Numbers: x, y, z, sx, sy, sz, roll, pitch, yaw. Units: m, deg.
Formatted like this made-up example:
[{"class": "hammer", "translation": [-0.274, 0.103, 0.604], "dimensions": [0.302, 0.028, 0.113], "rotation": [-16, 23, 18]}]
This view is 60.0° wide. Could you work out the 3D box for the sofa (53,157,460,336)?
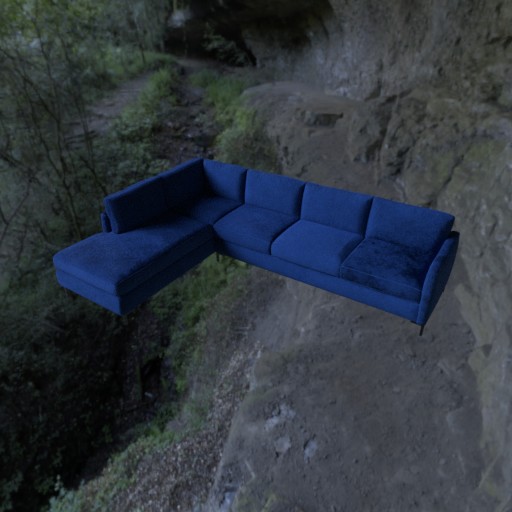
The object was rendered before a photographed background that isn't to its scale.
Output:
[{"class": "sofa", "translation": [0.000, 0.000, 3.853], "dimensions": [2.949, 0.815, 2.007], "rotation": [18, 36, 28]}]
